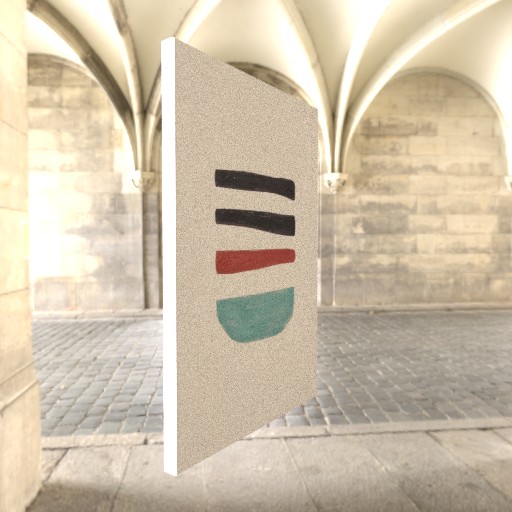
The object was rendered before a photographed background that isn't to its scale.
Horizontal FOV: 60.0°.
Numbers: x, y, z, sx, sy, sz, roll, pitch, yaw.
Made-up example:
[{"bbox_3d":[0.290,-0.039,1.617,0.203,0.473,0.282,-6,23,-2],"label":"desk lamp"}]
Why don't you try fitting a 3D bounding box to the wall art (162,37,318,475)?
[{"bbox_3d":[0.000,0.000,1.173,0.038,0.912,0.607,1,2,37],"label":"wall art"}]
